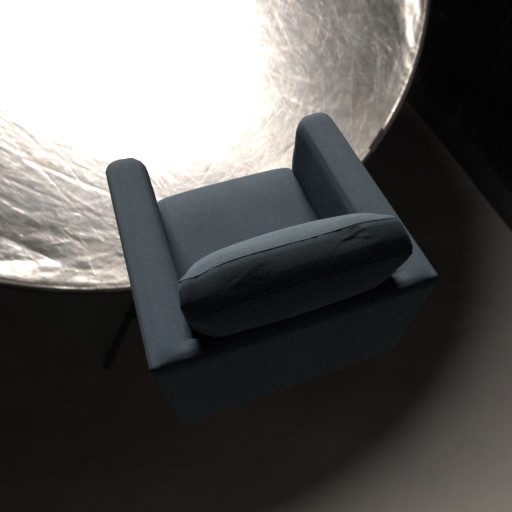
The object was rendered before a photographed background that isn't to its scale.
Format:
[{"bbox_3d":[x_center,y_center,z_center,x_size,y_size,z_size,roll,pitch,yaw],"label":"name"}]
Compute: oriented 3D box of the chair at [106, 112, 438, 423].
[{"bbox_3d":[0.000,0.000,1.590,0.855,0.922,0.820,-16,58,-11],"label":"chair"}]
